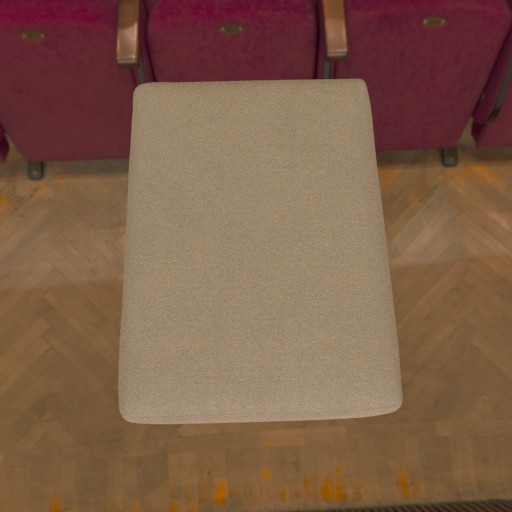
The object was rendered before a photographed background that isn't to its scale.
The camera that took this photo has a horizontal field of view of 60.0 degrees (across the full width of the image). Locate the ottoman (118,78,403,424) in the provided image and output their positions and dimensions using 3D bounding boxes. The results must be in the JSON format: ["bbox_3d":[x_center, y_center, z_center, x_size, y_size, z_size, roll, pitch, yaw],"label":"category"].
[{"bbox_3d":[0.000,0.000,1.135,0.569,0.499,0.773,-2,74,0],"label":"ottoman"}]
